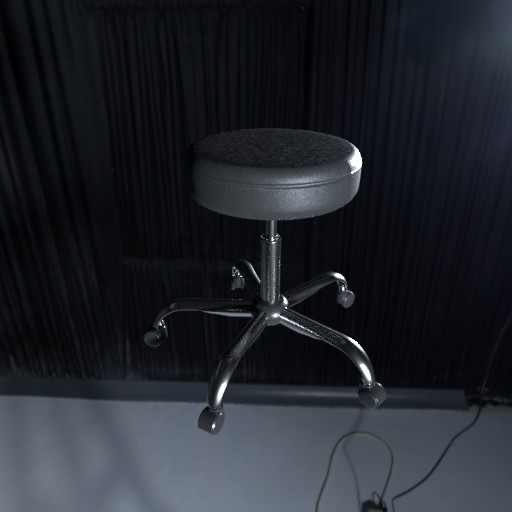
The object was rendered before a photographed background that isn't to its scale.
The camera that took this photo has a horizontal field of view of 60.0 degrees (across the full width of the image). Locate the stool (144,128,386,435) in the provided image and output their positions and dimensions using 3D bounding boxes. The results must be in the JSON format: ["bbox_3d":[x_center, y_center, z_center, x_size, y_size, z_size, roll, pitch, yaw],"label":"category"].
[{"bbox_3d":[0.000,0.000,1.145,0.638,0.576,0.673,1,28,2],"label":"stool"}]
